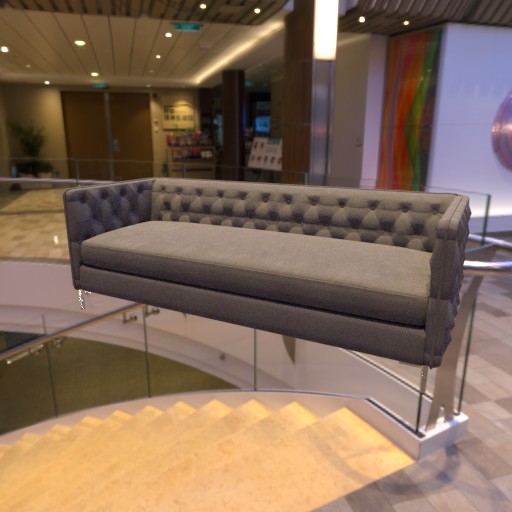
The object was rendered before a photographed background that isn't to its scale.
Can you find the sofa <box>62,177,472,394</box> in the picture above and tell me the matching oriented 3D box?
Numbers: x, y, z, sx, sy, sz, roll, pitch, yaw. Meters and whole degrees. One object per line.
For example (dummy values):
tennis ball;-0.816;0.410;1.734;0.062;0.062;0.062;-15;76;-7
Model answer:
sofa;0.000;0.000;2.612;2.209;0.771;0.895;8;17;27
